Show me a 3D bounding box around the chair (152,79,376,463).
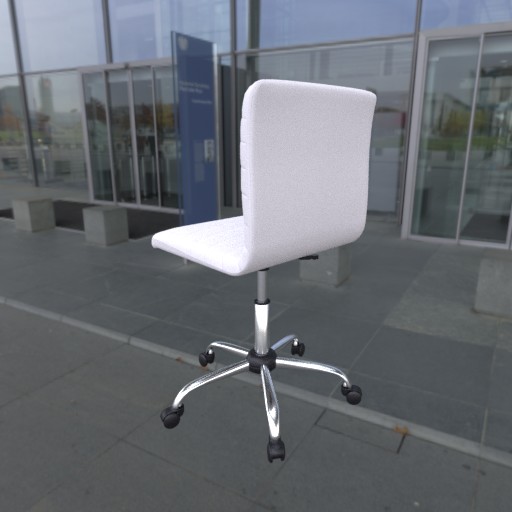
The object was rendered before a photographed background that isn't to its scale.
[{"bbox_3d":[0.000,0.000,1.066,0.520,0.750,0.455,-15,22,-42],"label":"chair"}]
